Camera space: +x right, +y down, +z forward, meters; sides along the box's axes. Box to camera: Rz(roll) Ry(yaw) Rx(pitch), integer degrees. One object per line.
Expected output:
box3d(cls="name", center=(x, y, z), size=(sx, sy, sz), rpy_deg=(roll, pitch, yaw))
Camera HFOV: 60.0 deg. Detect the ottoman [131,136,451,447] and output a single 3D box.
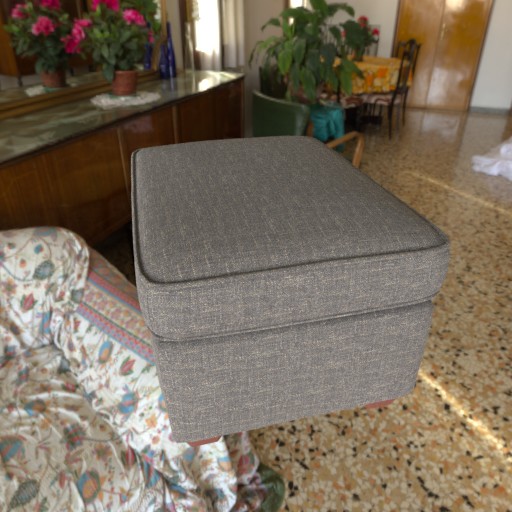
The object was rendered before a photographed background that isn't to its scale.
box3d(cls="ottoman", center=(0.000, 0.000, 1.088), size=(0.549, 0.450, 0.749), rpy_deg=(-7, 31, -12))
